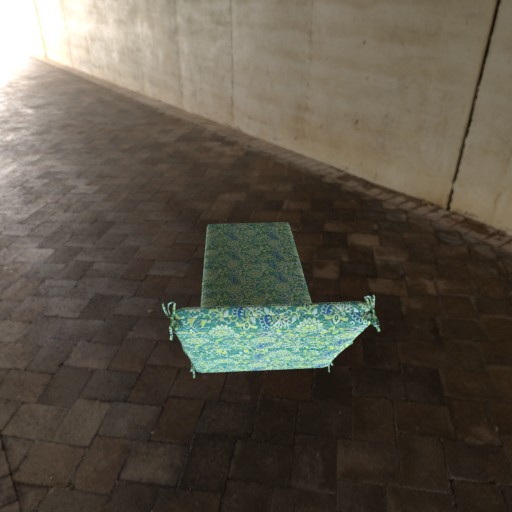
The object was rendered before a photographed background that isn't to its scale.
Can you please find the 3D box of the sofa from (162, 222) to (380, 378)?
[{"bbox_3d":[0.000,0.000,1.963,0.582,0.622,1.663,-2,30,-3],"label":"sofa"}]
